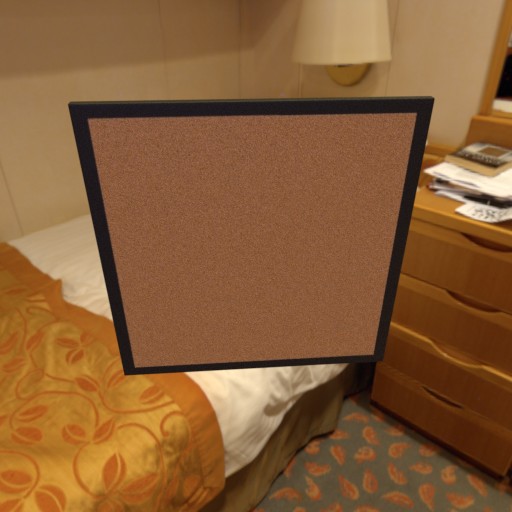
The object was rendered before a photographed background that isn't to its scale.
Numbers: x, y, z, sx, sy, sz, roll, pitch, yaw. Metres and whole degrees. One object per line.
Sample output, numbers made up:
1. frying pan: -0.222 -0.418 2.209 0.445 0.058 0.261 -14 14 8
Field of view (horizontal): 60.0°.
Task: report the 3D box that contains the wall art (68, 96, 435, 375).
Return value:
1. wall art: 0.000 0.000 0.970 0.663 0.659 0.016 -2 31 -4
